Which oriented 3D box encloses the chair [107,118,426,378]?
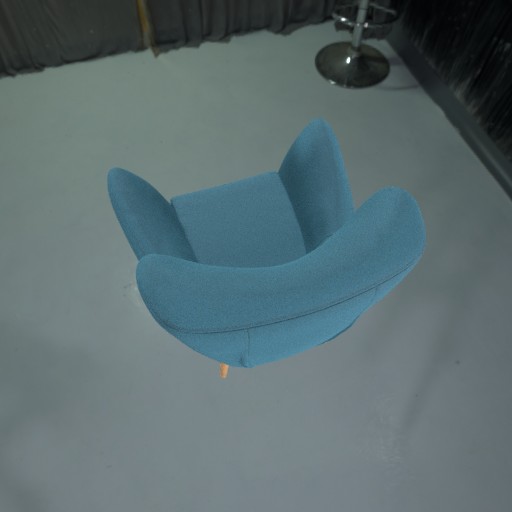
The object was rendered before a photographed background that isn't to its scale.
[{"bbox_3d":[0.000,0.000,1.631,0.890,0.889,0.889,-17,59,-10],"label":"chair"}]
